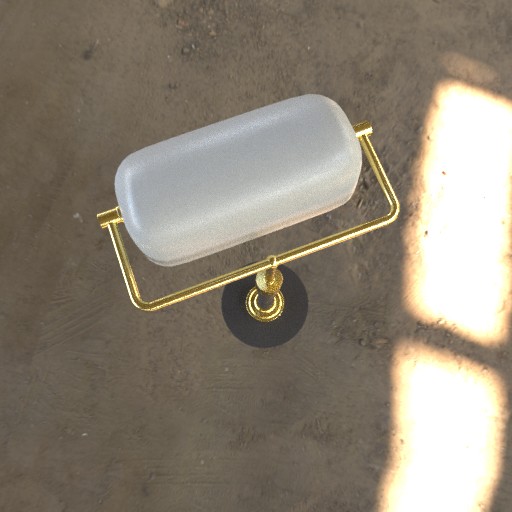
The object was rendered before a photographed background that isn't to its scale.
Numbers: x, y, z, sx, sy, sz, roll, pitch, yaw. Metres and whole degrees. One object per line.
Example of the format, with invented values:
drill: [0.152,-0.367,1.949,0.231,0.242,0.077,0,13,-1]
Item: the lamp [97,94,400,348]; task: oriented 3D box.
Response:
lamp: [0.000,0.000,0.556,0.269,0.404,0.227,-20,78,-4]
